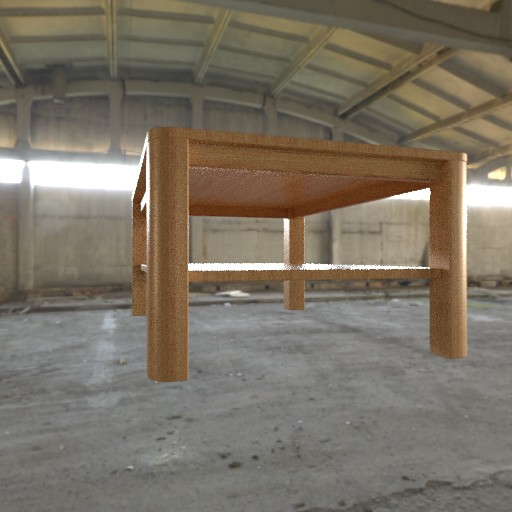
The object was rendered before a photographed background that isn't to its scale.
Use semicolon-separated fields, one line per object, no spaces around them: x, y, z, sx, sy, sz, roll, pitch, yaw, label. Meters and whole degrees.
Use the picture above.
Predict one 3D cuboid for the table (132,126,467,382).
0.000;0.000;1.338;0.696;0.445;0.997;0;0;-17;table
